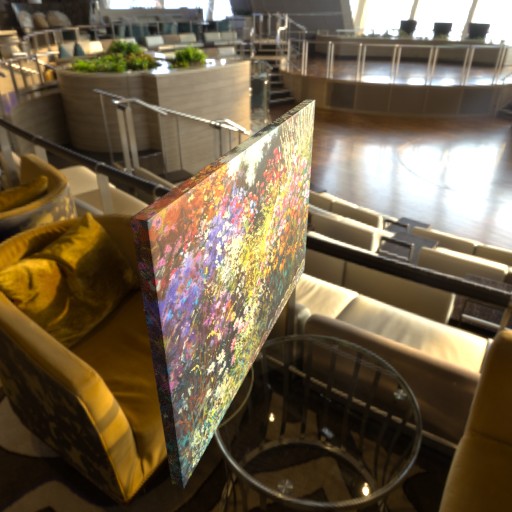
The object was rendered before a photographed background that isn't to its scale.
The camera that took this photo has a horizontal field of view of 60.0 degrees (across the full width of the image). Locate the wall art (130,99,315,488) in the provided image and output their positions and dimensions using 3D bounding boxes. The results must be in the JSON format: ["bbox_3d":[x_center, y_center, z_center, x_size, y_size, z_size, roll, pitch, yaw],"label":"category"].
[{"bbox_3d":[0.000,0.000,1.414,0.042,0.760,1.136,11,32,18],"label":"wall art"}]
